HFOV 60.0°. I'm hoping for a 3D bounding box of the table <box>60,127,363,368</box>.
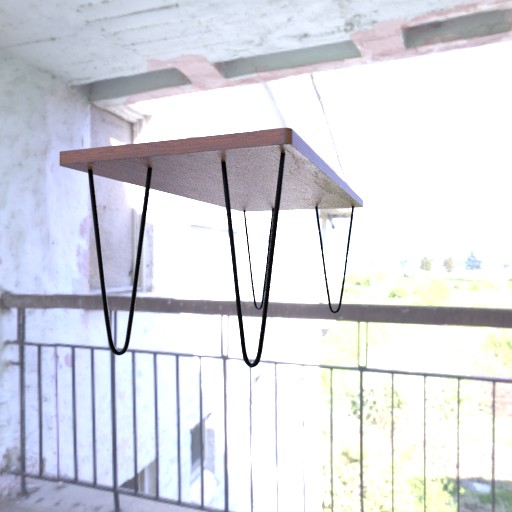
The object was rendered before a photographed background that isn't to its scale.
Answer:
[{"bbox_3d":[0.000,0.000,2.295,0.883,0.753,1.791,0,0,20],"label":"table"}]
